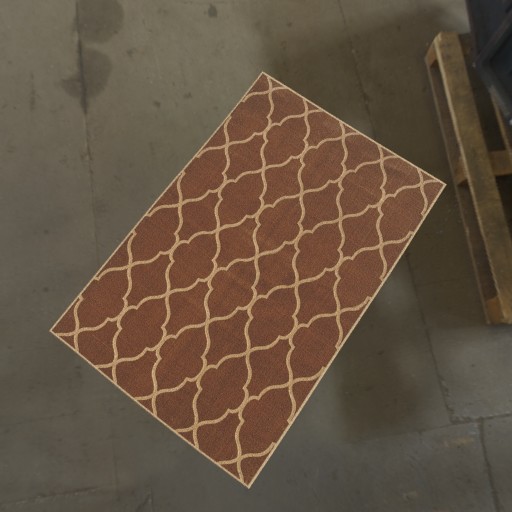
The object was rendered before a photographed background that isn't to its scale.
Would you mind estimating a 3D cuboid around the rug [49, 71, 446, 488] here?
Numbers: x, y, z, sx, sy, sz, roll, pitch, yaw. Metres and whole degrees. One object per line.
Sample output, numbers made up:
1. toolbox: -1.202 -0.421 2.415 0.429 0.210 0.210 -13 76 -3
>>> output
1. rug: 0.000 0.000 2.852 1.526 0.014 2.290 35 78 8
